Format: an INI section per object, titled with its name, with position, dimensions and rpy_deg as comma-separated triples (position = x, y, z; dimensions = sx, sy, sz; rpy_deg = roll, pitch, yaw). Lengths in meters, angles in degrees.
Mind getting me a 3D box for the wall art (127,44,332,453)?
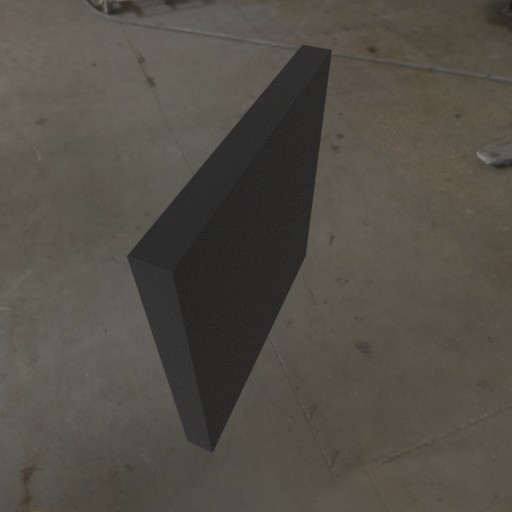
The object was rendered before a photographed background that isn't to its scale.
[wall art]
position = 0.000, 0.000, 0.460
dimensions = 0.030, 0.305, 0.308
rpy_deg = 18, 51, 15
